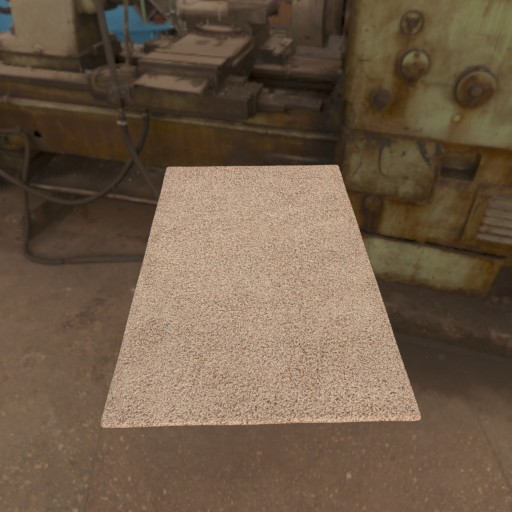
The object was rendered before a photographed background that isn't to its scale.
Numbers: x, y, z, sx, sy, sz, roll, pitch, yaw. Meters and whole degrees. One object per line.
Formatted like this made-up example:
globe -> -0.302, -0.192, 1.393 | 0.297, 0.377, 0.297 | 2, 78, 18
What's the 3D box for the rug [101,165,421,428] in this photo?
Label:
rug -> 0.000, 0.000, 3.021 | 1.524, 0.030, 2.438 | -1, 41, -1
